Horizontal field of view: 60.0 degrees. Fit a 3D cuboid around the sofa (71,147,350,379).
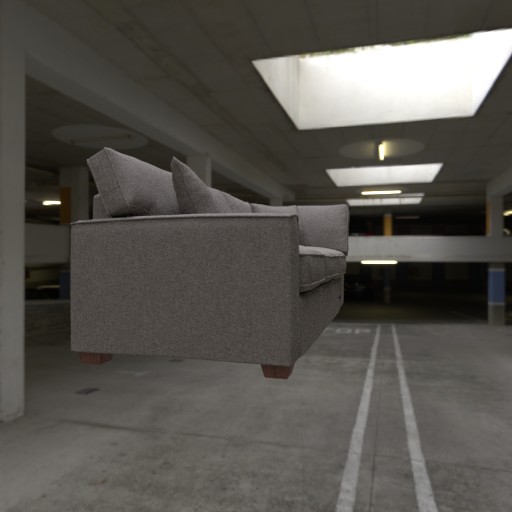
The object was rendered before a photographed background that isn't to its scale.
[{"bbox_3d":[0.000,0.000,2.908,1.061,0.962,2.317,0,0,16],"label":"sofa"}]
